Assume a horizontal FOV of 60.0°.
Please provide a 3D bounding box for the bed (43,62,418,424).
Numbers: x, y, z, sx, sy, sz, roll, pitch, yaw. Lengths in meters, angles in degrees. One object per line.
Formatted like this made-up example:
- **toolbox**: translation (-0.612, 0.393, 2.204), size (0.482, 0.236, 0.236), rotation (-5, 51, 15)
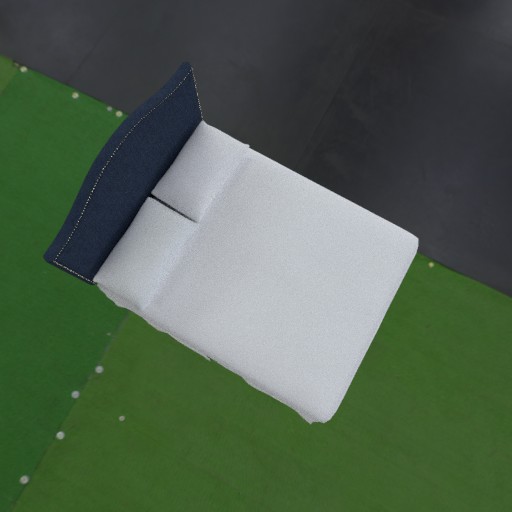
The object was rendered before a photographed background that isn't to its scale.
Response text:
- **bed**: translation (0.000, 0.000, 3.311), size (2.153, 1.518, 1.725), rotation (29, 77, 7)
